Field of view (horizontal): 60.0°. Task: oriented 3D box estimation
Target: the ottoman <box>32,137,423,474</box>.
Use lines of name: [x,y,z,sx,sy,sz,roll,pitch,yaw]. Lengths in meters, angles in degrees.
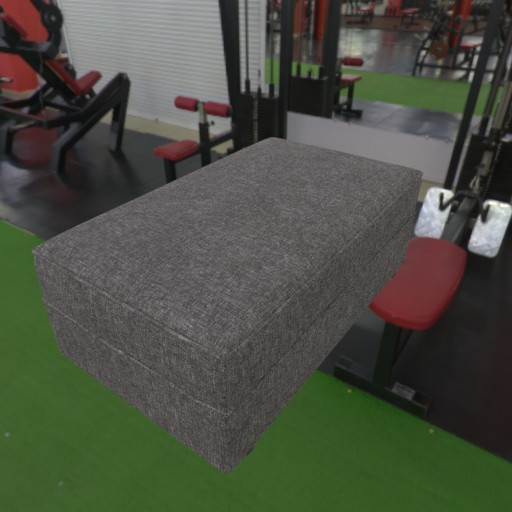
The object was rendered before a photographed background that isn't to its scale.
ottoman: [0.000,0.000,1.516,0.717,0.487,1.184,22,39,30]
